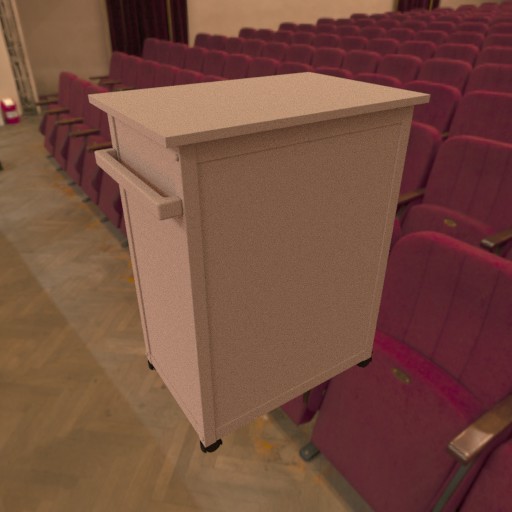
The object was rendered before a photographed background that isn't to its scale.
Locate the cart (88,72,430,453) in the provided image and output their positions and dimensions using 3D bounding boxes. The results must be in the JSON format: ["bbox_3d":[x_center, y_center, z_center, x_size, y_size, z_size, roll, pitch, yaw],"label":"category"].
[{"bbox_3d":[0.000,0.000,1.245,0.683,0.864,0.442,-18,35,-29],"label":"cart"}]
